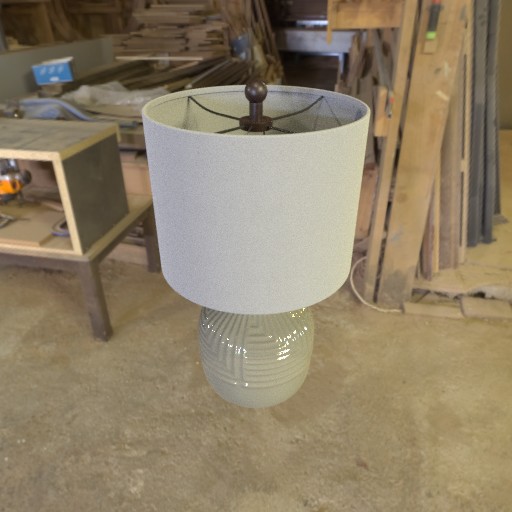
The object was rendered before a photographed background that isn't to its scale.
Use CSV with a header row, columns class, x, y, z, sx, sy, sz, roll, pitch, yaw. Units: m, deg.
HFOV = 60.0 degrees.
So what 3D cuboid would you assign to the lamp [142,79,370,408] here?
class,x,y,z,sx,sy,sz,roll,pitch,yaw
lamp,0.000,0.000,0.757,0.318,0.567,0.318,0,31,0
